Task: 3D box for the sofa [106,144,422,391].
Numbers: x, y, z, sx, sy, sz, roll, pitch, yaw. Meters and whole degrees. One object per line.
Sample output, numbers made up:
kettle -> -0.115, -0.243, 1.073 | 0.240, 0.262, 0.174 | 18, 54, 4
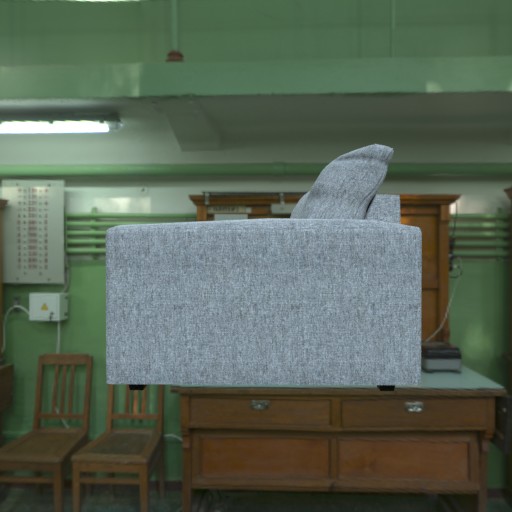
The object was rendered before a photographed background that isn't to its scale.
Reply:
sofa -> 0.000, 0.000, 2.307 | 1.094, 0.877, 1.758 | 0, 1, 1
